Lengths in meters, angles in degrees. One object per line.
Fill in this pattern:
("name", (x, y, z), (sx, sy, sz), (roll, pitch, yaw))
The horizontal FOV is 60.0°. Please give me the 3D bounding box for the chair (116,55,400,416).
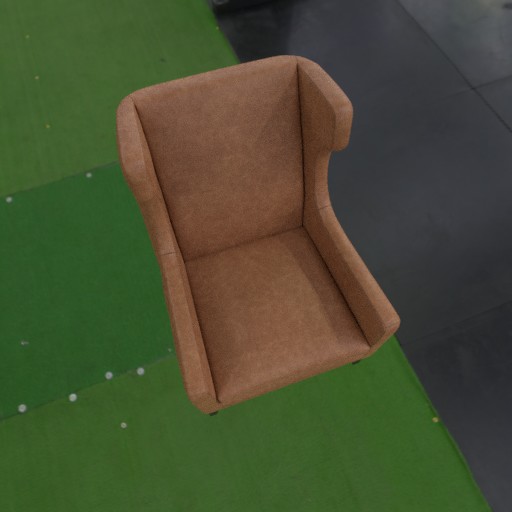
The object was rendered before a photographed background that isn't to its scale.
("chair", (0.000, 0.000, 1.668), (0.766, 1.079, 0.899), (-17, 64, -9))
